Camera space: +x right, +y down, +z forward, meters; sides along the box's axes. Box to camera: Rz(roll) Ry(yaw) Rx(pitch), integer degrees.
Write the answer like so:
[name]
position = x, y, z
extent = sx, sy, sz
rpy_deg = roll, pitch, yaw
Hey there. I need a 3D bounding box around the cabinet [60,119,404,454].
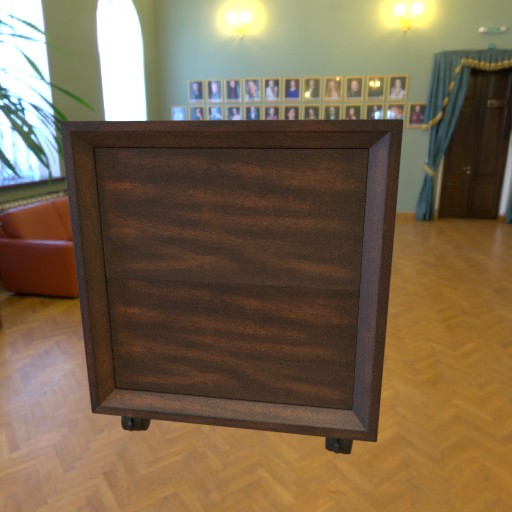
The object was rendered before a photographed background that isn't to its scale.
[cabinet]
position = 0.000, 0.000, 0.804
extent = 0.402, 0.455, 0.500
rpy_deg = 2, 15, 9
